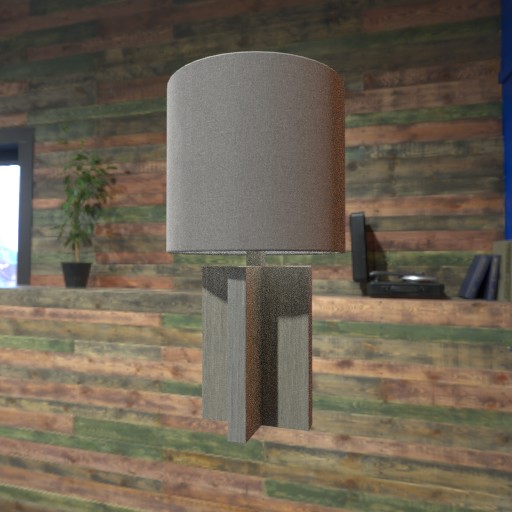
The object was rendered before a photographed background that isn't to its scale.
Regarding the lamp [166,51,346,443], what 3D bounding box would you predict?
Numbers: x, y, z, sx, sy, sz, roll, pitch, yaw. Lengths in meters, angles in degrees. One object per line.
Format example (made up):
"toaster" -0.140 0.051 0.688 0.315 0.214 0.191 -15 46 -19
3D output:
"lamp" 0.000 0.000 0.577 0.229 0.428 0.229 0 -1 18
